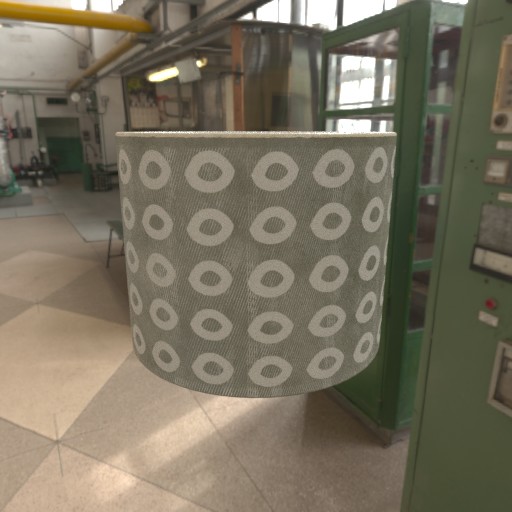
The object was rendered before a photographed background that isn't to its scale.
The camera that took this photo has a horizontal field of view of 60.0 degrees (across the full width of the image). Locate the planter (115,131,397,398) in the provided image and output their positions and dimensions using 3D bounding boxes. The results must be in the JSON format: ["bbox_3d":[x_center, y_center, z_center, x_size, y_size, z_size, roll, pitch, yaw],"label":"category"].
[{"bbox_3d":[0.000,0.000,0.337,0.190,0.181,0.190,0,16,0],"label":"planter"}]
